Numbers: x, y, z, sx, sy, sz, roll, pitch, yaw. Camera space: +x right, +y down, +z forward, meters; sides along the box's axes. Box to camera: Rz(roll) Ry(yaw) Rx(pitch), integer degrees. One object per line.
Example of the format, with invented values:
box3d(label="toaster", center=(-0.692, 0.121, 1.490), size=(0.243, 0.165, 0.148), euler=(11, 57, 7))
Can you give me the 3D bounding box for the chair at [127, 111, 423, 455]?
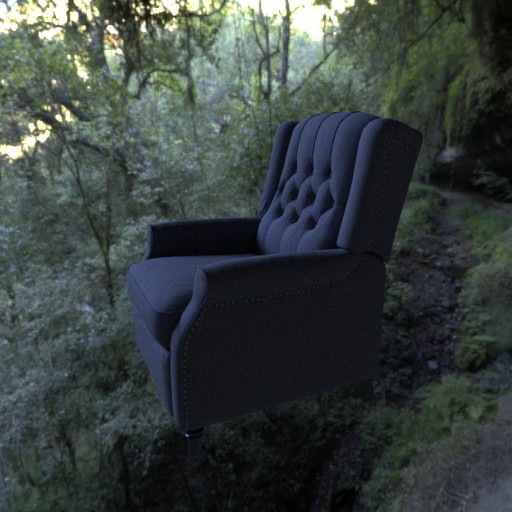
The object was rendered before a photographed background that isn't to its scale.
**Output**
box3d(label="chair", center=(0.000, 0.000, 1.653), size=(0.898, 1.035, 0.742), euler=(-7, 18, -24))
